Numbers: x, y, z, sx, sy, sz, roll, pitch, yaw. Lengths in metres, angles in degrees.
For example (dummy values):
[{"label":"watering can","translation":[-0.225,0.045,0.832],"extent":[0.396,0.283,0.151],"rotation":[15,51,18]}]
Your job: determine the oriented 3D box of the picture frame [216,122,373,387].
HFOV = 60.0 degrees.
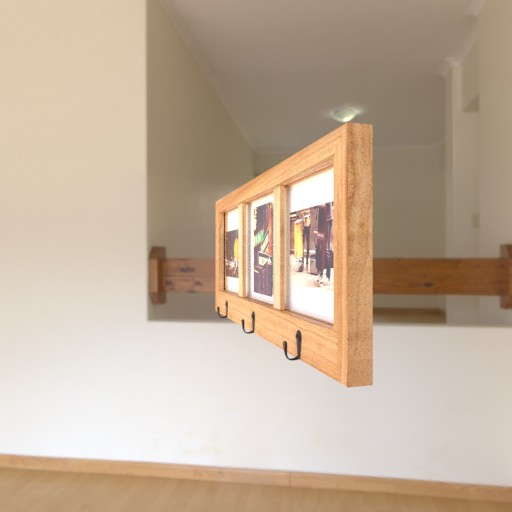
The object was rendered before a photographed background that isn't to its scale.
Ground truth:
[{"label":"picture frame","translation":[0.000,0.000,0.670],"extent":[0.045,0.234,0.582],"rotation":[0,0,-17]}]
